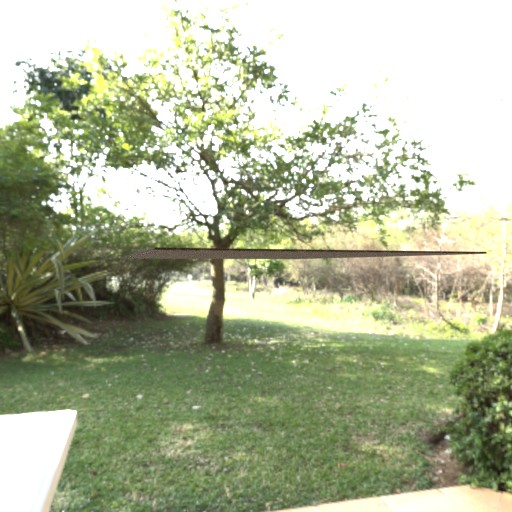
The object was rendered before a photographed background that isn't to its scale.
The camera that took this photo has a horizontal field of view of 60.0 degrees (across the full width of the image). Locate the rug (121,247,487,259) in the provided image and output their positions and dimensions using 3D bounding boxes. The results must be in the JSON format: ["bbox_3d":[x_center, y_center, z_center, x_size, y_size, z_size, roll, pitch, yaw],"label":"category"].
[{"bbox_3d":[0.000,0.000,2.805,1.524,0.010,2.134,0,-1,-20],"label":"rug"}]
